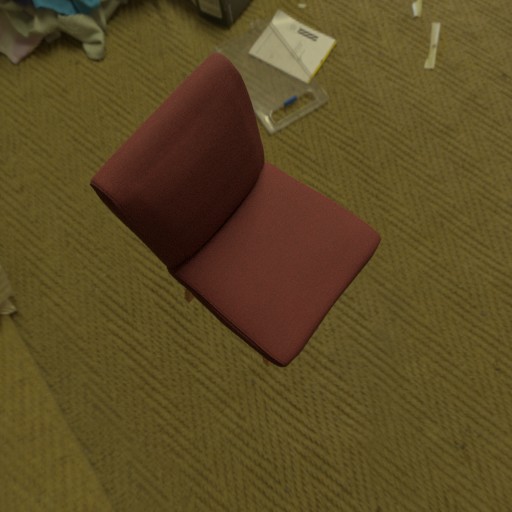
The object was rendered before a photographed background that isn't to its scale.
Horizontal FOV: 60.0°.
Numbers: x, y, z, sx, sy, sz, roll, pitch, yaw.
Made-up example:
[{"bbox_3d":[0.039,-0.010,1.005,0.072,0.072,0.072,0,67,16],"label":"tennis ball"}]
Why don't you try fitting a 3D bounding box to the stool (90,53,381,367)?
[{"bbox_3d":[0.000,0.000,1.396,0.562,1.093,0.468,37,78,9],"label":"stool"}]
